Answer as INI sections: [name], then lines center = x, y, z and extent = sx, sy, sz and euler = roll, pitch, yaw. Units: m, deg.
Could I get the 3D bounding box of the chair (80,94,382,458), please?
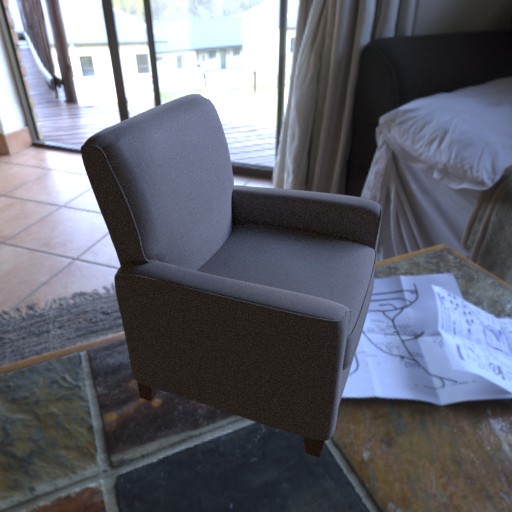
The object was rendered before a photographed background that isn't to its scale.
[chair]
center = 0.000, 0.000, 1.656
extent = 0.859, 1.023, 0.845
euler = 11, 33, 18
